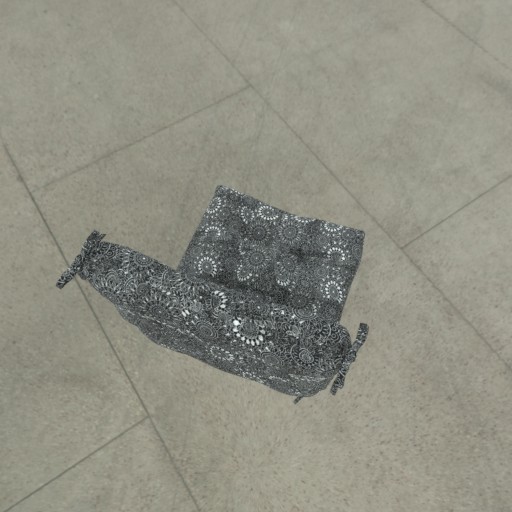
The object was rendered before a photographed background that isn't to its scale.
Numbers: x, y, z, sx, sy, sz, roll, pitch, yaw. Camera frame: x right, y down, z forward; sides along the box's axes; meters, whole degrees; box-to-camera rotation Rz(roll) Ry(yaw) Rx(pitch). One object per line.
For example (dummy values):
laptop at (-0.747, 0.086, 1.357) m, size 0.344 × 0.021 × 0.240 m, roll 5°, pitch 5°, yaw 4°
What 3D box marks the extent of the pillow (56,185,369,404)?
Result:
pillow at (0.000, 0.000, 1.027) m, size 0.519 × 0.605 × 0.571 m, roll 19°, pitch 65°, yaw 9°
